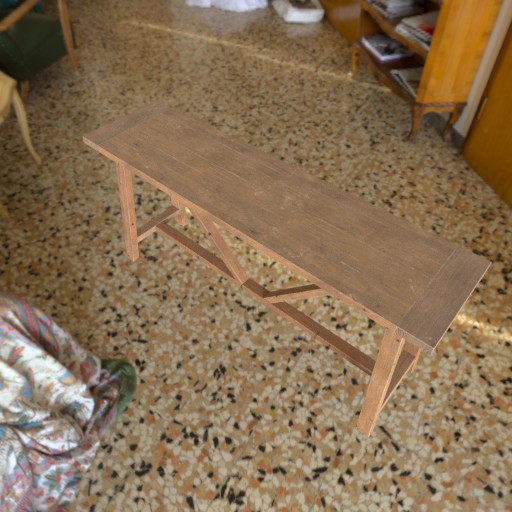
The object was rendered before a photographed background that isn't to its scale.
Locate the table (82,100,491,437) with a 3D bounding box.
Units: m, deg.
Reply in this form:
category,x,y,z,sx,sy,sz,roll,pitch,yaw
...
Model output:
category,x,y,z,sx,sy,sz,roll,pitch,yaw
table,0.000,0.000,2.144,1.800,0.810,0.465,32,54,26
